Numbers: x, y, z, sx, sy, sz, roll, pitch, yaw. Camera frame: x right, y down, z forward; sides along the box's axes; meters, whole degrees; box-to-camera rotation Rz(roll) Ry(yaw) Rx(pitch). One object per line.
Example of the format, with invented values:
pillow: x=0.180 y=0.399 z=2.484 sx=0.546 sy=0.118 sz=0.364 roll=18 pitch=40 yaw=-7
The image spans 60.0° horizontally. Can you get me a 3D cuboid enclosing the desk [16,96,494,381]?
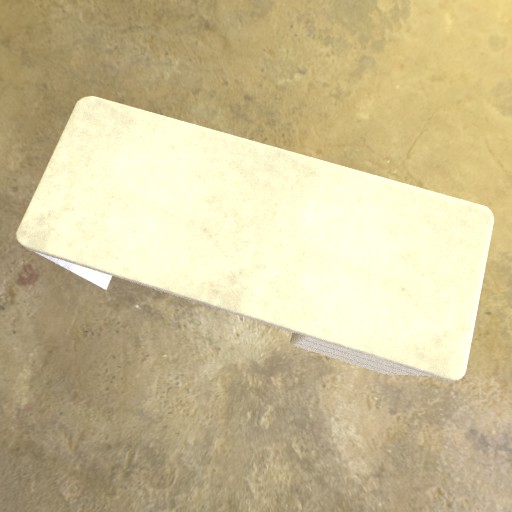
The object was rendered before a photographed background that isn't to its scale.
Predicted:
desk: x=0.000 y=0.000 z=1.733 sx=1.400 sy=0.755 sz=0.550 roll=17 pitch=76 yaw=4
